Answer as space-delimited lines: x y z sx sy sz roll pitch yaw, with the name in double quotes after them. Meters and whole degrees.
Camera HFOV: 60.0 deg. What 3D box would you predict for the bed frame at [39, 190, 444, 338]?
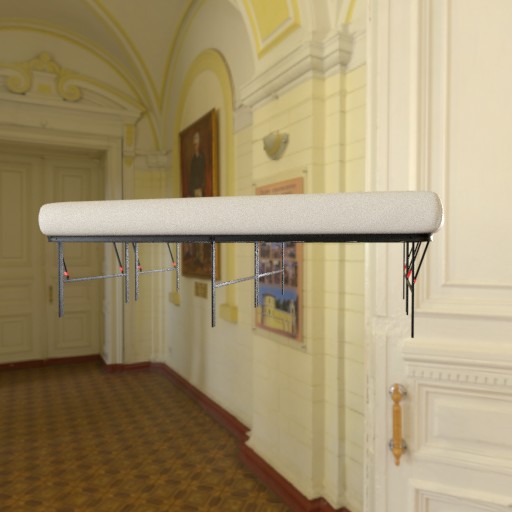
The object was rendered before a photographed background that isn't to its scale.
0.000 0.000 2.906 2.151 0.667 1.584 0 2 17 "bed frame"
